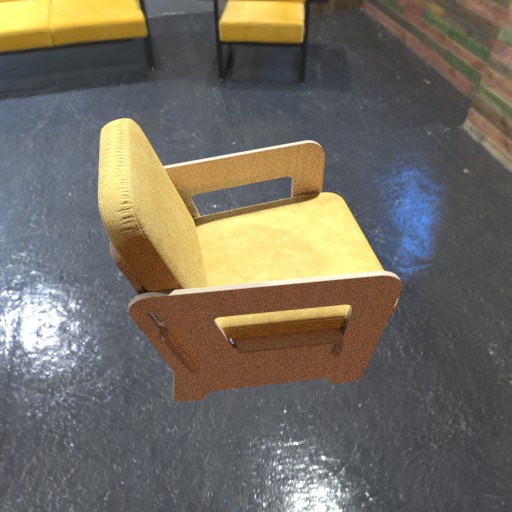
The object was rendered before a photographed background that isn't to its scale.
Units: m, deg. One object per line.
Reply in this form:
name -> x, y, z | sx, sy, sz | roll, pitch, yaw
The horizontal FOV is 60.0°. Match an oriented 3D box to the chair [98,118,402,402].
chair -> 0.000, 0.000, 1.303 | 0.710, 0.800, 0.590 | -9, 47, -9
